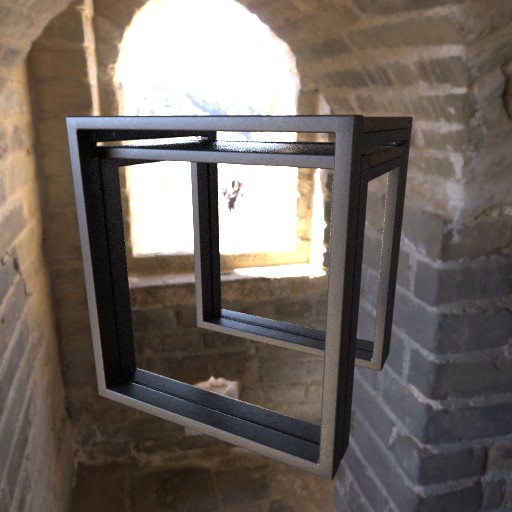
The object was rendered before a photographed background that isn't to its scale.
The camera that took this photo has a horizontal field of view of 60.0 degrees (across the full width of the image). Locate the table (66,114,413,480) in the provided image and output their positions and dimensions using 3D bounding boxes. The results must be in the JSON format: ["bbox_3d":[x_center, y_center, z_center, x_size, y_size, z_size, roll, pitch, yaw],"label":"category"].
[{"bbox_3d":[0.000,0.000,0.915,0.500,0.550,0.449,9,19,26],"label":"table"}]
